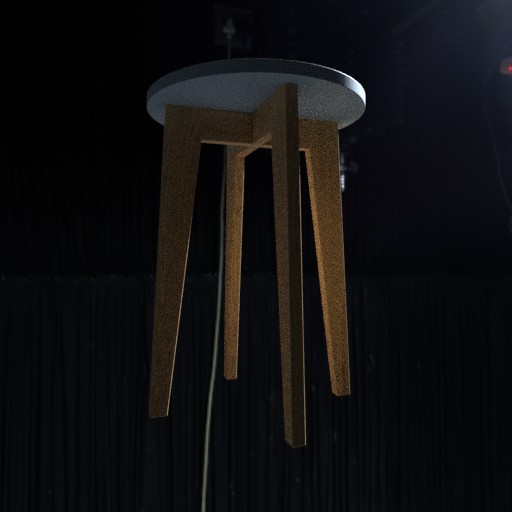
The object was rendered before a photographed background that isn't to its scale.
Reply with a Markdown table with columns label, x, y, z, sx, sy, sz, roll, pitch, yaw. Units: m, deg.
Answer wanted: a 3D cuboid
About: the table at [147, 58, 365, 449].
| label | x | y | z | sx | sy | sz | roll | pitch | yaw |
| --- | --- | --- | --- | --- | --- | --- | --- | --- | --- |
| table | 0.000 | 0.000 | 0.734 | 0.350 | 0.500 | 0.350 | 0 | 1 | 0 |
